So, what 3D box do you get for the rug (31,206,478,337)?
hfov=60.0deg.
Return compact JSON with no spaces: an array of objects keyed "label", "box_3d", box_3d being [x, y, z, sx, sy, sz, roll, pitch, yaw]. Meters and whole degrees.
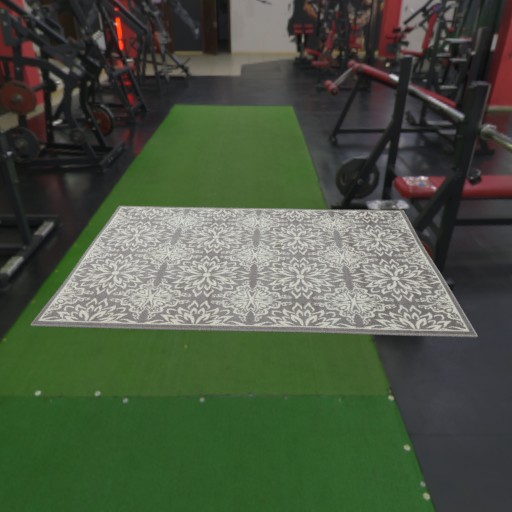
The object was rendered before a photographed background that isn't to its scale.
[{"label":"rug","box_3d":[0.000,0.000,2.350,1.847,0.012,1.224,1,30,2]}]
